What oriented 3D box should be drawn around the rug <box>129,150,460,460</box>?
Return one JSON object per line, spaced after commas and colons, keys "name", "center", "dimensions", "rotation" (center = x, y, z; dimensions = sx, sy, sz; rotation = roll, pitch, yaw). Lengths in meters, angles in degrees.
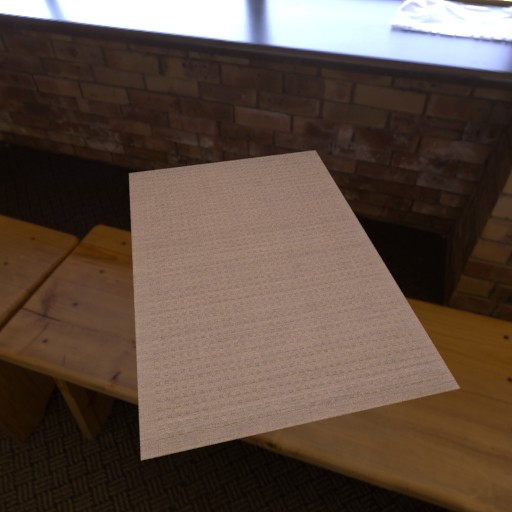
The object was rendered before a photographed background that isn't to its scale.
{"name": "rug", "center": [0.000, 0.000, 3.644], "dimensions": [1.981, 0.006, 2.895], "rotation": [-9, 45, -9]}
